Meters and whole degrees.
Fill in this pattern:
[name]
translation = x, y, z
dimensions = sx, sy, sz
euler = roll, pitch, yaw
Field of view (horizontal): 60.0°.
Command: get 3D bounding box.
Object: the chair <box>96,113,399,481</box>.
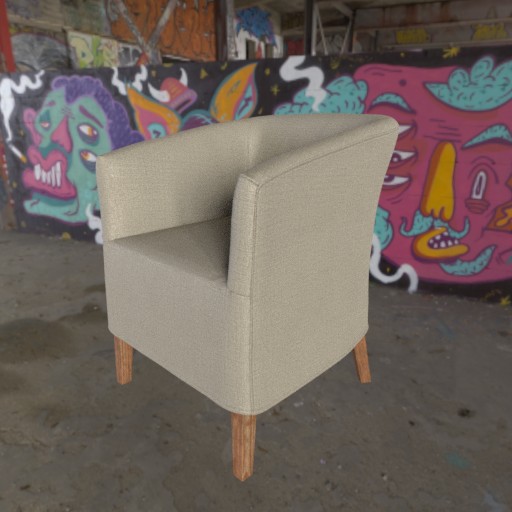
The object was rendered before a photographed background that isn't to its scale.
[chair]
translation = 0.000, 0.000, 1.251
dimensions = 0.600, 0.771, 0.668
euler = 17, 24, 42
